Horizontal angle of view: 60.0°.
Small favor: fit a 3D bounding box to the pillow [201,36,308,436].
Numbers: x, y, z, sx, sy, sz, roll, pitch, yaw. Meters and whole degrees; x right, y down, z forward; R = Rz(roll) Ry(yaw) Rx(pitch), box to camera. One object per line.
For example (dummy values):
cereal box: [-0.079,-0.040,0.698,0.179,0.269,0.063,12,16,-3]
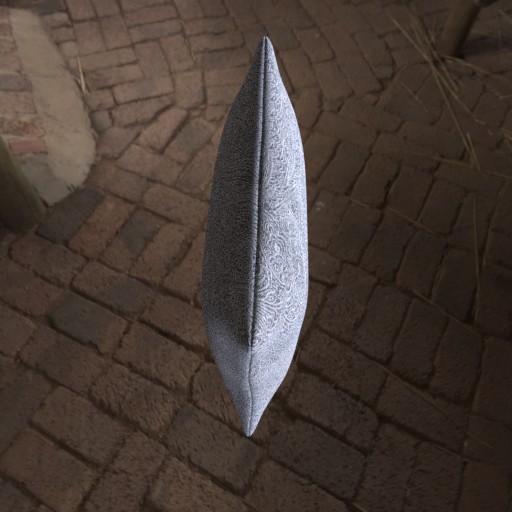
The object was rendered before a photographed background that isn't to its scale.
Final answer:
pillow: [0.000,0.000,0.784,0.166,0.510,0.523,2,59,1]
